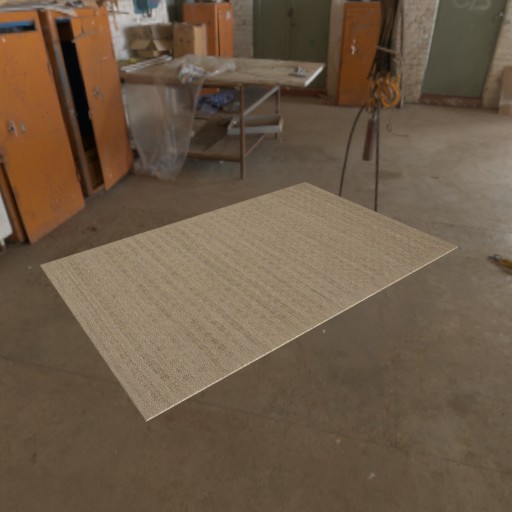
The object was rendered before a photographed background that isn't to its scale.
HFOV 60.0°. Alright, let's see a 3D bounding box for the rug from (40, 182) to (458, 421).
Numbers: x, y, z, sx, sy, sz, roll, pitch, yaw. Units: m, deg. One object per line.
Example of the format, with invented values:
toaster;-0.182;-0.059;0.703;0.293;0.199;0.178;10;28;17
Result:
rug;0.000;0.000;2.214;1.752;0.006;1.142;-22;37;-32
